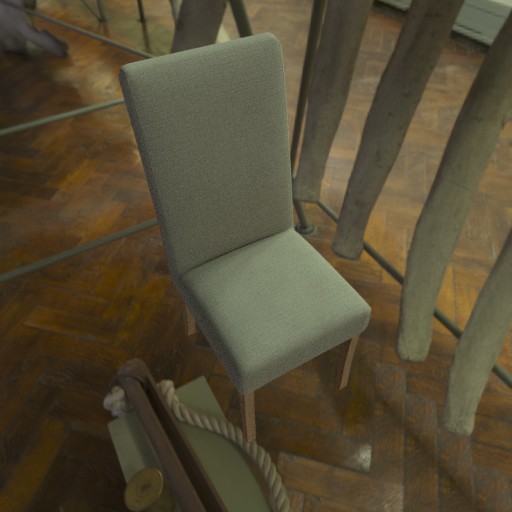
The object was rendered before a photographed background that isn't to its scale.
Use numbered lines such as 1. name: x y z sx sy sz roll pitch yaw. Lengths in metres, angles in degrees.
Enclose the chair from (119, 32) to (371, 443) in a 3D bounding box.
1. chair: 0.000 0.000 1.333 0.450 1.033 0.611 -23 51 -20
